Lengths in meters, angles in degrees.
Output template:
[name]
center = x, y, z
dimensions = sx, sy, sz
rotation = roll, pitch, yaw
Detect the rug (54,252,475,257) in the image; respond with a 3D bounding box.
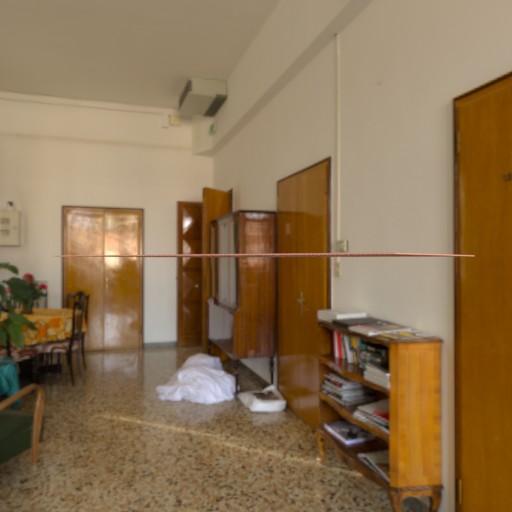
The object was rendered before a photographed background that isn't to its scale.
[rug]
center = 0.000, 0.000, 3.014
dimensions = 2.438, 0.008, 1.523
rotation = 0, -1, 36
